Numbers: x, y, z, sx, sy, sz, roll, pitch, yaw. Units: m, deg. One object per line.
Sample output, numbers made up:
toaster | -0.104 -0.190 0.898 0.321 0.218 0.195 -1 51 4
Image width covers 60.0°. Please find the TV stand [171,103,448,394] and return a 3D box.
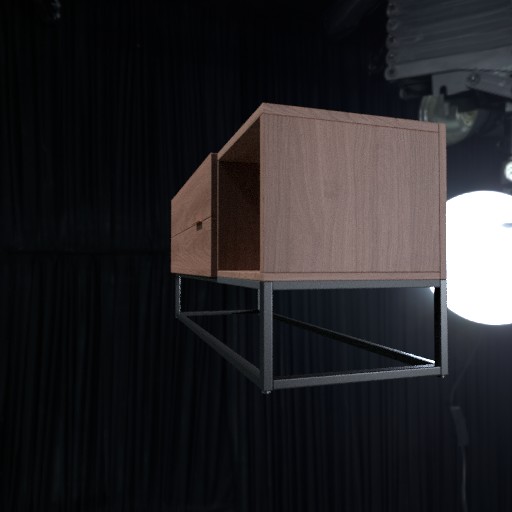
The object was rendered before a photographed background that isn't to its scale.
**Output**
TV stand | 0.000 0.000 1.383 0.415 0.500 1.200 0 -1 -17
